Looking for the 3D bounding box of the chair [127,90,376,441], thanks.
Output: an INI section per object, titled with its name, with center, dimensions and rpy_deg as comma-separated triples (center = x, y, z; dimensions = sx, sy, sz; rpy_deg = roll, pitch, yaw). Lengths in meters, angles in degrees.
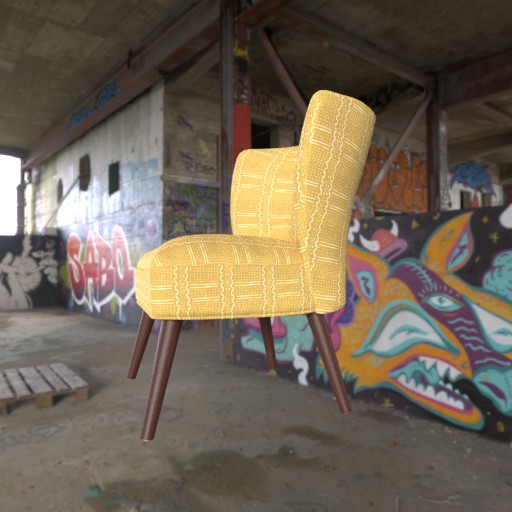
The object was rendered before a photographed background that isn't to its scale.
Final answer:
[chair]
center = 0.000, 0.000, 1.413
dimensions = 0.758, 0.866, 0.706
rpy_deg = 0, -1, -19
